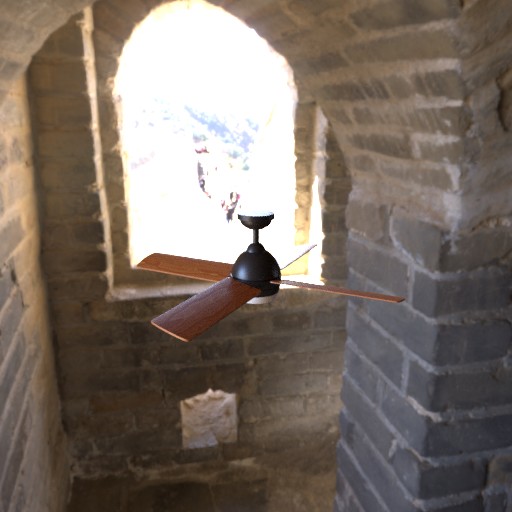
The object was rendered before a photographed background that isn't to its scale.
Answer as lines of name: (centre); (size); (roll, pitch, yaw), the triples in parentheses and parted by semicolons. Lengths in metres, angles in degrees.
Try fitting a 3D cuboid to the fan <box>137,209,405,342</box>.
fan: (0.000, 0.000, 2.042); (1.332, 0.403, 1.332); (8, 17, 26)
